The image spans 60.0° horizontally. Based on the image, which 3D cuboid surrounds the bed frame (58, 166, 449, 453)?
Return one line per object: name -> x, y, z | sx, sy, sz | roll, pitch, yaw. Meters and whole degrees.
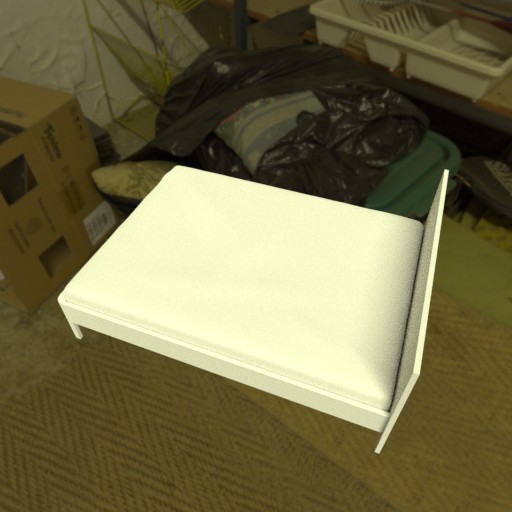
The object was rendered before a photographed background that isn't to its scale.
bed frame -> 0.000, 0.000, 2.753 | 1.950, 0.800, 1.490 | 15, 47, 15
